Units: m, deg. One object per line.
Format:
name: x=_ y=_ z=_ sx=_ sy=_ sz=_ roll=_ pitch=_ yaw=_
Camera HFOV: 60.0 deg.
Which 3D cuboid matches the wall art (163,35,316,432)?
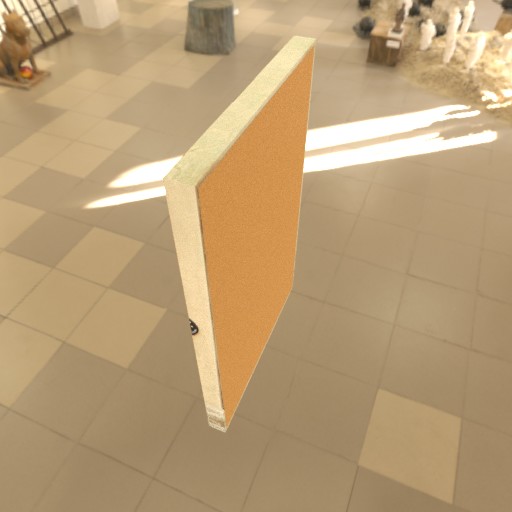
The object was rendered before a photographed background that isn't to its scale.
wall art: x=0.000 y=0.000 z=0.788 sx=0.036 sy=0.607 sz=0.403 roll=17 pitch=49 yaw=15
